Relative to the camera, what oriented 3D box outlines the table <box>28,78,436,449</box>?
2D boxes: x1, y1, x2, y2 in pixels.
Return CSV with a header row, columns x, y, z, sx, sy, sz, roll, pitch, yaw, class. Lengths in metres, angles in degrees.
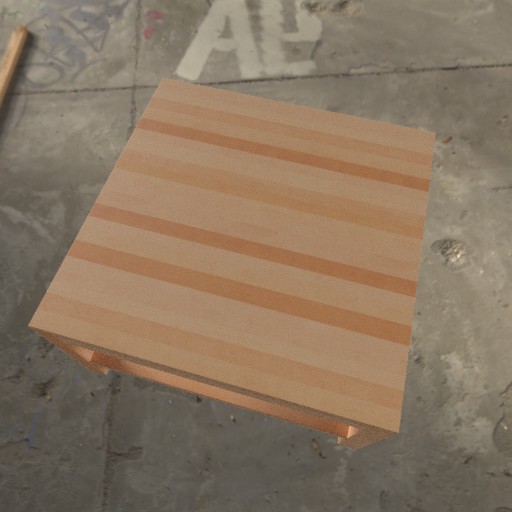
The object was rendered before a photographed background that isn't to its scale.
x,y,z,sx,sy,sz,roll,pitch,yaw,class
0.000,0.000,1.422,0.900,0.450,0.900,14,63,7,table
